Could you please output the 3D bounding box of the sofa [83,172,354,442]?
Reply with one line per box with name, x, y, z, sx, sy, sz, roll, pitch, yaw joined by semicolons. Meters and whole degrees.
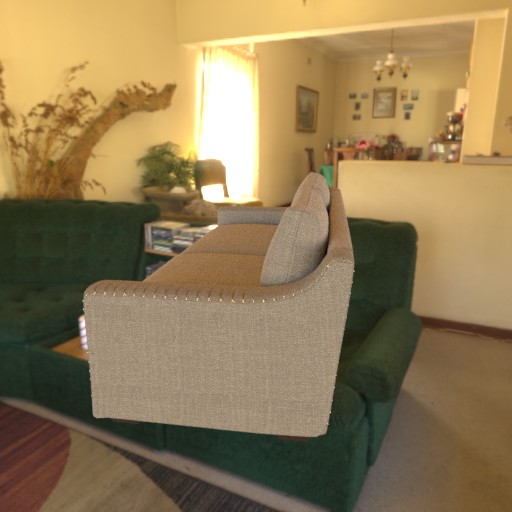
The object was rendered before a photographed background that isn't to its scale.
sofa;0.000;0.000;2.603;1.000;0.857;2.208;2;15;9
